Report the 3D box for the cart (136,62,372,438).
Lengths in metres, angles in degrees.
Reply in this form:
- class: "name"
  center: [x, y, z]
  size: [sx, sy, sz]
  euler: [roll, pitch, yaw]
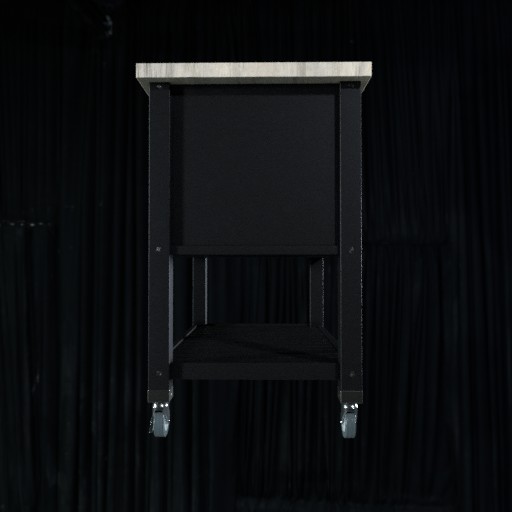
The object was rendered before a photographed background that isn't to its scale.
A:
- class: "cart"
  center: [0.000, 0.000, 1.459]
  size: [0.567, 0.920, 0.797]
  euler: [0, -1, 1]
